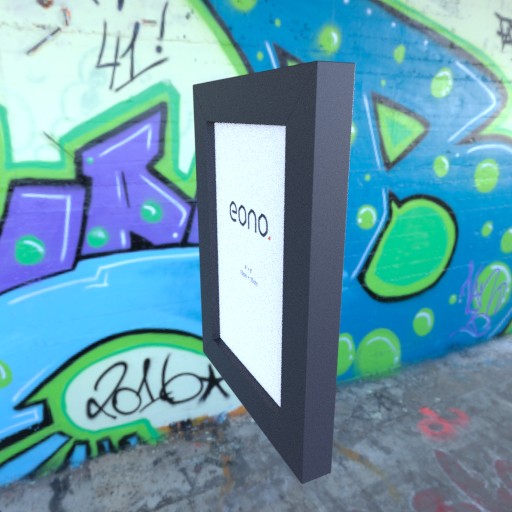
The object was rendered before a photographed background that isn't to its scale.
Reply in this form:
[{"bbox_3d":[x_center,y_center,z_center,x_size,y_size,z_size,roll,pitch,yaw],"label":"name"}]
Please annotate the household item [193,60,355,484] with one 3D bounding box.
[{"bbox_3d":[0.000,0.000,0.235,0.022,0.178,0.133,-8,19,-25],"label":"household item"}]
